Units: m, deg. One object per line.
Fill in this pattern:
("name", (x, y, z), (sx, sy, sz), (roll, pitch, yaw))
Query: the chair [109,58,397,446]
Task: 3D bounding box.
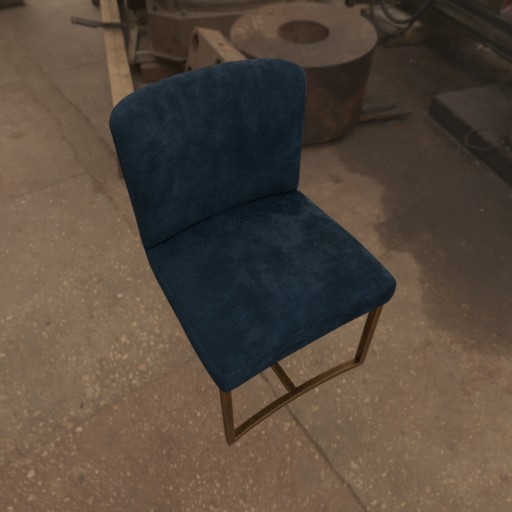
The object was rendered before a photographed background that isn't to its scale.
("chair", (0.000, 0.000, 1.189), (0.530, 0.824, 0.560), (-24, 51, -21))
